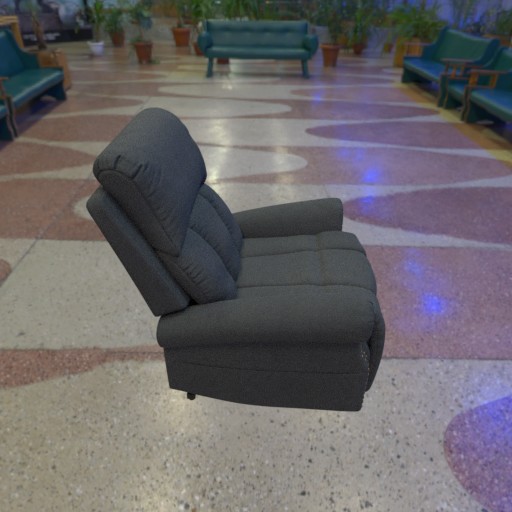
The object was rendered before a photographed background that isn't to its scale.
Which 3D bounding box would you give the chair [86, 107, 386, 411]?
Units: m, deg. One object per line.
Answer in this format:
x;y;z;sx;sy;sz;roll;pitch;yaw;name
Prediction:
0.000;0.000;1.759;0.979;1.031;0.871;1;33;1;chair
